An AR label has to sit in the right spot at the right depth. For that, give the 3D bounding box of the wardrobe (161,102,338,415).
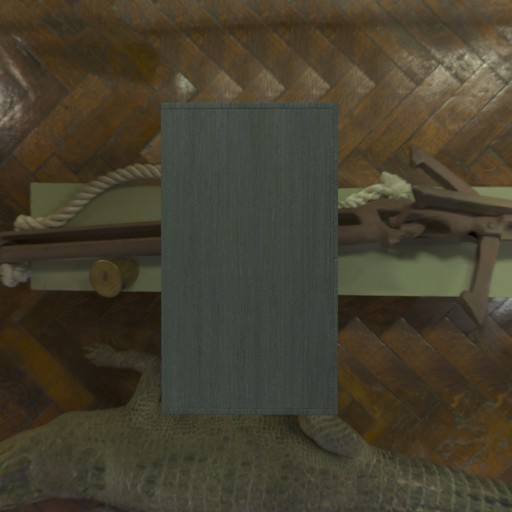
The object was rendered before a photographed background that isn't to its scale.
[{"bbox_3d":[0.000,0.000,2.306,0.577,1.808,0.991,0,91,1],"label":"wardrobe"}]
